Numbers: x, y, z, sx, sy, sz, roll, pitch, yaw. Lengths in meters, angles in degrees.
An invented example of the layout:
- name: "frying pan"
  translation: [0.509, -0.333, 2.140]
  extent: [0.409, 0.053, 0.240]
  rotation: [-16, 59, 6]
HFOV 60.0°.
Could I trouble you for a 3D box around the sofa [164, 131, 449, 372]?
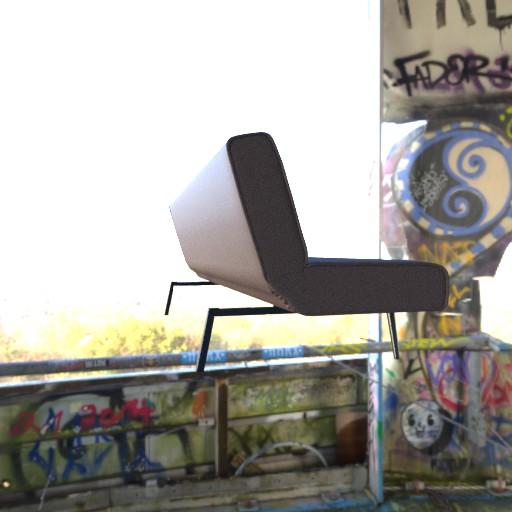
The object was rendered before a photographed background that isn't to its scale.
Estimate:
- name: "sofa"
  translation: [0.000, 0.000, 2.072]
  extent: [0.747, 0.699, 1.703]
  rotation: [0, 1, -16]
